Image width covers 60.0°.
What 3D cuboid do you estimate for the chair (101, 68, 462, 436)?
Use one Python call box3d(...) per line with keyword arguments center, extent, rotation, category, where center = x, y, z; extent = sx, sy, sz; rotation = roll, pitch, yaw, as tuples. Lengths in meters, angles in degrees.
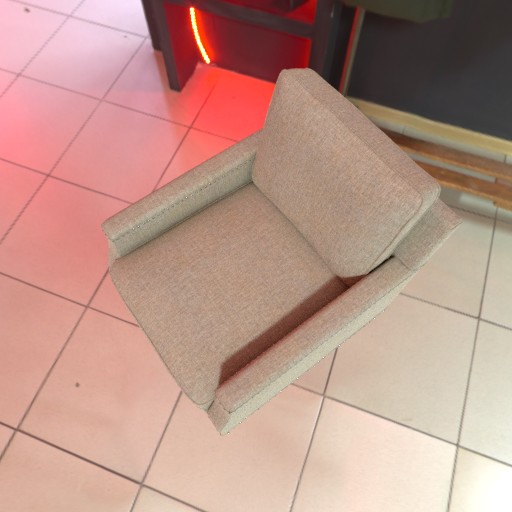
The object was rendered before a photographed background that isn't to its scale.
box3d(center=(0.000, 0.000, 1.704), extent=(1.014, 0.943, 0.853), rotation=(-34, 69, -15), category="chair")
